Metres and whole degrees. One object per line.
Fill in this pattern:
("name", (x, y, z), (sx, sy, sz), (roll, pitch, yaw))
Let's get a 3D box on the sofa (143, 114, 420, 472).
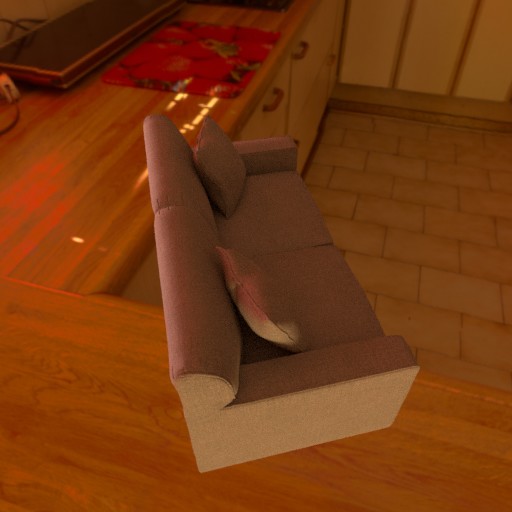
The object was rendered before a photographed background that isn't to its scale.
("sofa", (0.000, 0.000, 2.433), (1.000, 0.958, 1.846), (-10, 46, -9))
